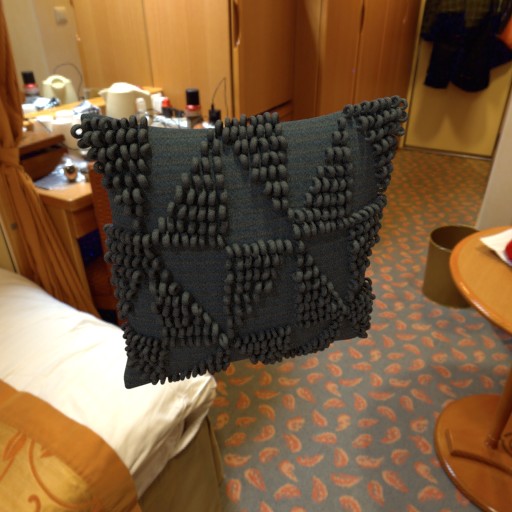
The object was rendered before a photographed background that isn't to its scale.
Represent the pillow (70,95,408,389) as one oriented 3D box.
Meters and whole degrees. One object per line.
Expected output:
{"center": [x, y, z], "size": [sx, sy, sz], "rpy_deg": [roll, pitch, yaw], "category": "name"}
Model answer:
{"center": [0.000, 0.000, 0.703], "size": [0.469, 0.466, 0.172], "rpy_deg": [-9, 32, -15], "category": "pillow"}
